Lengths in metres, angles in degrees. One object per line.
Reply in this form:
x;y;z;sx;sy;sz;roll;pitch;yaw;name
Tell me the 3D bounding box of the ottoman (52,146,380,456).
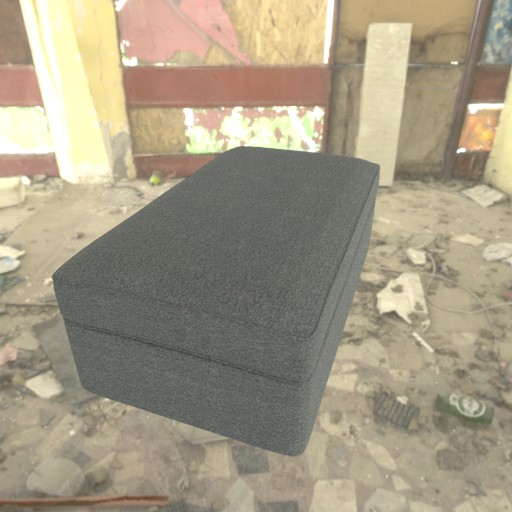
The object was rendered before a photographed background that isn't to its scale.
0.000;0.000;1.553;0.681;0.494;1.173;11;32;18;ottoman
